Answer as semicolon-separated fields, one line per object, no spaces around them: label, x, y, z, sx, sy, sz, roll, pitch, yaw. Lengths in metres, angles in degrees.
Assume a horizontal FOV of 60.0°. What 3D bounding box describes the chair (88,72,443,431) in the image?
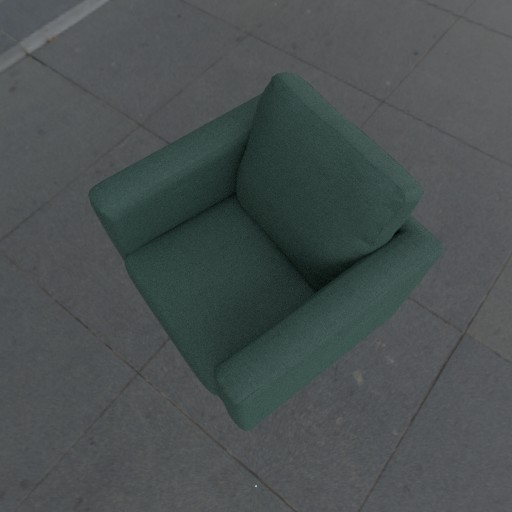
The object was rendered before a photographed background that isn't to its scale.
chair;0.000;0.000;1.571;0.800;0.927;0.855;-34;67;-16
